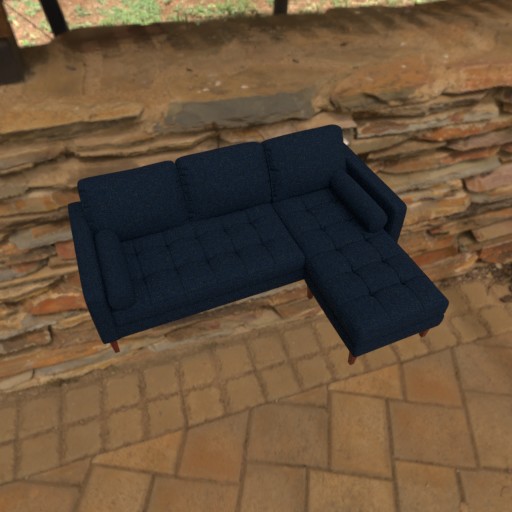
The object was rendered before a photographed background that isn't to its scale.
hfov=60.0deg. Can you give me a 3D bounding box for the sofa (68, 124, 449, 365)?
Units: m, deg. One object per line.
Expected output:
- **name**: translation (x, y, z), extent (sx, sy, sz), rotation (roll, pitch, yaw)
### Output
- **sofa**: translation (0.000, 0.000, 2.939), extent (2.185, 0.841, 1.613), rotation (-16, 48, -15)
